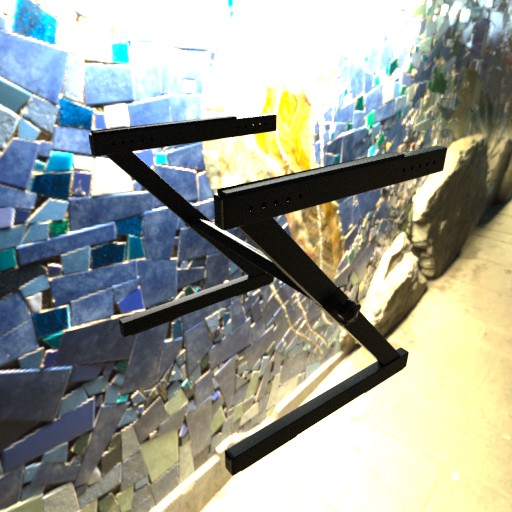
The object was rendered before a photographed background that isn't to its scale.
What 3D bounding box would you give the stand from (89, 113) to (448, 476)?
[{"bbox_3d":[0.000,0.000,1.169,0.586,0.617,0.700,-18,31,-32],"label":"stand"}]
